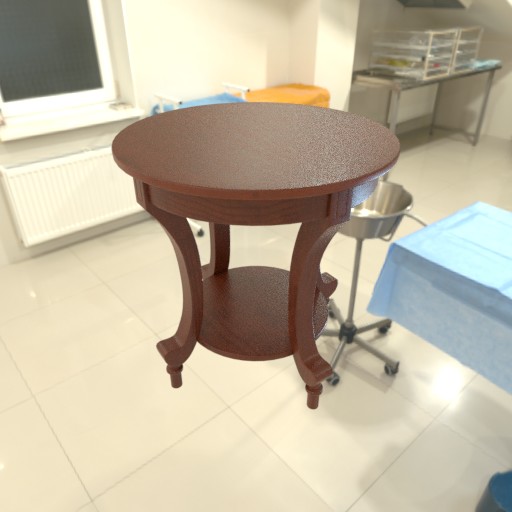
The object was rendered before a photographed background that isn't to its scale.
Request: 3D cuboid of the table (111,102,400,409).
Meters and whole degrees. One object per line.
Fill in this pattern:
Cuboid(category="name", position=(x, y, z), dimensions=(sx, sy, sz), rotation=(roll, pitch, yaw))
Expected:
Cuboid(category="table", position=(0.000, 0.000, 1.108), dimensions=(0.597, 0.612, 0.597), rotation=(0, 32, 0))
